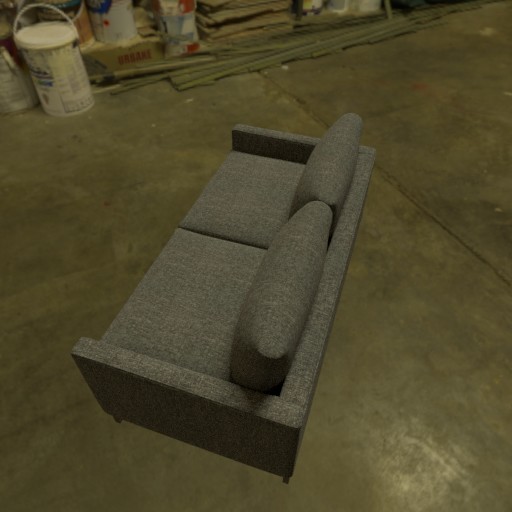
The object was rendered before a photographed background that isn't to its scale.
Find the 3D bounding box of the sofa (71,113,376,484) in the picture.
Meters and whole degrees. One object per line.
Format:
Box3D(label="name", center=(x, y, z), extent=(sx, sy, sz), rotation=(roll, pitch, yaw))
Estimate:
Box3D(label="sofa", center=(0.000, 0.000, 2.167), extent=(0.866, 0.862, 1.716), rotation=(14, 47, 13))
